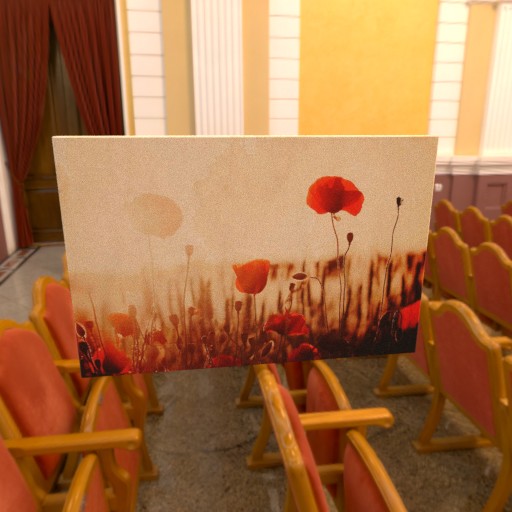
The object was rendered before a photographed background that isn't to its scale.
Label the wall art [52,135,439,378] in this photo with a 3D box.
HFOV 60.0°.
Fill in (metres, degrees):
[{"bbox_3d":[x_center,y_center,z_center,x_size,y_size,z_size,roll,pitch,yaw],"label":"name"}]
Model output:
[{"bbox_3d":[0.000,0.000,0.768,0.613,0.402,0.040,-2,16,-8],"label":"wall art"}]
